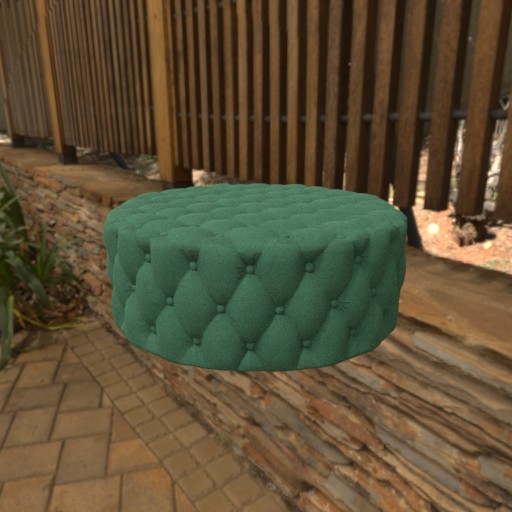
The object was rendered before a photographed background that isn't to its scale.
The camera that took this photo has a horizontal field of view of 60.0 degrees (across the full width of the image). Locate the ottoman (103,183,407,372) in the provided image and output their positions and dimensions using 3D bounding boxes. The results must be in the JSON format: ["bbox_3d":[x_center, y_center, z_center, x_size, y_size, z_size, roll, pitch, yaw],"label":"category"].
[{"bbox_3d":[0.000,0.000,1.549,0.998,0.399,0.998,0,17,0],"label":"ottoman"}]
